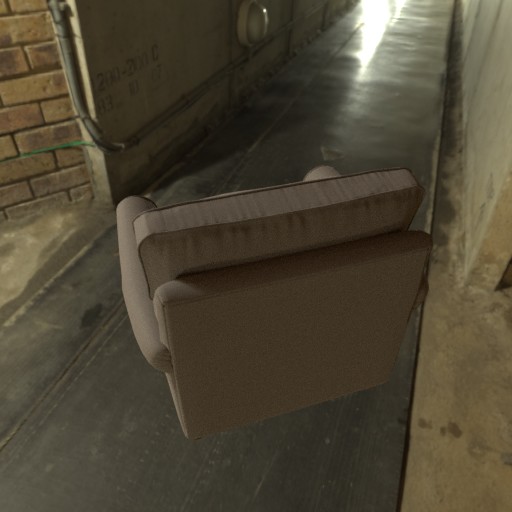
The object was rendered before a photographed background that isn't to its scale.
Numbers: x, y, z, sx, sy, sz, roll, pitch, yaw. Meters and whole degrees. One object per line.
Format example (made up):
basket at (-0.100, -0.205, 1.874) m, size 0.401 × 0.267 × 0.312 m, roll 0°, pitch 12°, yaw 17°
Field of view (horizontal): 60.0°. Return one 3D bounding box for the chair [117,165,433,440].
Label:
chair at (0.000, 0.000, 1.767) m, size 1.029 × 0.967 × 0.966 m, roll -12°, pitch 42°, yaw -13°
